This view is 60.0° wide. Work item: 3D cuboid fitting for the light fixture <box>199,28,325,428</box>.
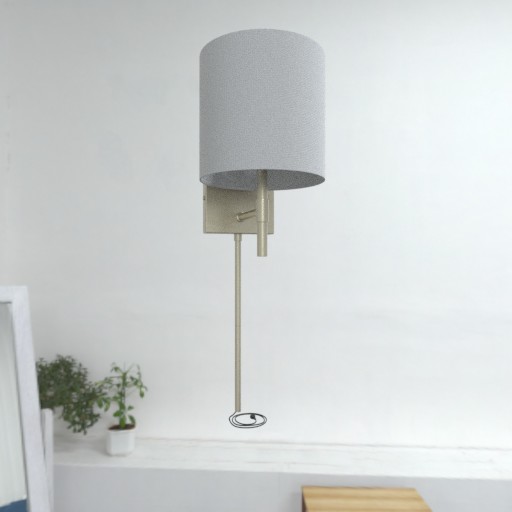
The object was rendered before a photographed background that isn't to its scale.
[{"bbox_3d":[0.000,0.000,0.696,0.188,0.589,0.248,0,0,-18],"label":"light fixture"}]
